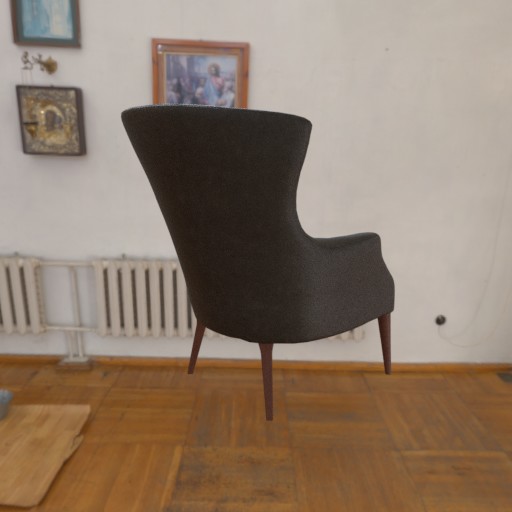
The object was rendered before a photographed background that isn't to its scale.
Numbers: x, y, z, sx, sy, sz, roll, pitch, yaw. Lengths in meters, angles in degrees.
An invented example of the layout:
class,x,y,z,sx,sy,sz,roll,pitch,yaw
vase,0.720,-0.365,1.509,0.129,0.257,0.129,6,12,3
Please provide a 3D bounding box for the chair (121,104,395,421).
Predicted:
class,x,y,z,sx,sy,sz,roll,pitch,yaw
chair,0.000,0.000,1.745,0.954,1.068,0.819,-13,19,-43
